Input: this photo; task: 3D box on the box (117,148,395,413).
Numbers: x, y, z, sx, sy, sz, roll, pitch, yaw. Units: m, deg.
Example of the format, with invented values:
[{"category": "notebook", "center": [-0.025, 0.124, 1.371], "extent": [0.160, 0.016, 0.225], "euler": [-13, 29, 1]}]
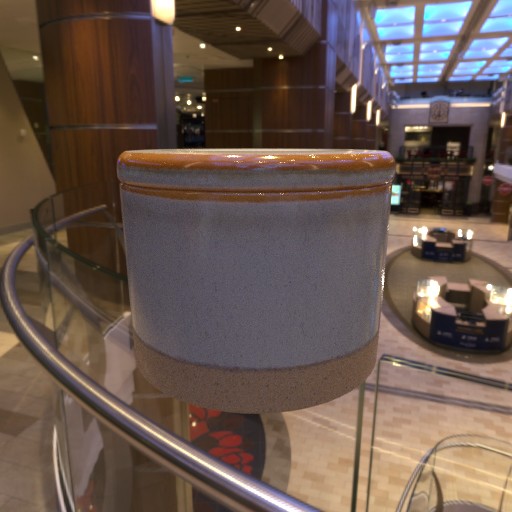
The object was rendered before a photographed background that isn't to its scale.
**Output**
[{"category": "box", "center": [0.000, 0.000, 0.215], "extent": [0.123, 0.100, 0.123], "euler": [0, 14, 0]}]
